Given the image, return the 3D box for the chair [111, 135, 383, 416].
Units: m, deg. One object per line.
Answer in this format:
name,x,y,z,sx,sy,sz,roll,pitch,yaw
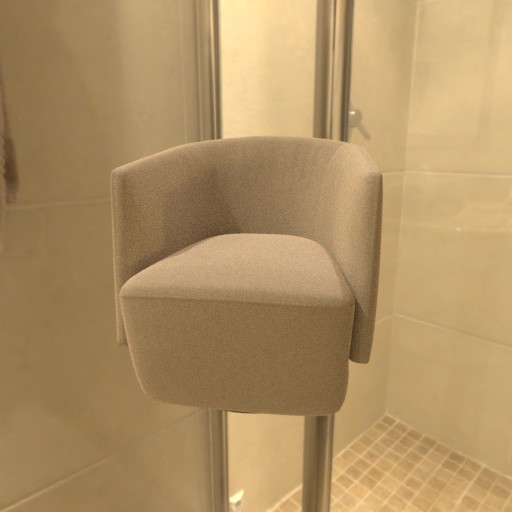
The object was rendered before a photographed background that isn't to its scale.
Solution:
chair,0.000,0.000,1.610,0.822,0.861,0.986,2,14,8
